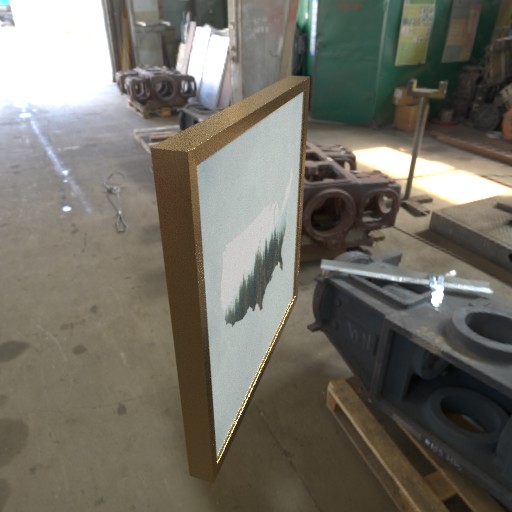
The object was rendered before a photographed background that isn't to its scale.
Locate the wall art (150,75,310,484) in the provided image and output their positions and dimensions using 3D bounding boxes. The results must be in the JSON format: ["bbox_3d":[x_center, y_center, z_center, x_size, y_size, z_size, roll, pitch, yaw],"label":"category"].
[{"bbox_3d":[0.000,0.000,0.756,0.040,0.509,0.509,10,31,16],"label":"wall art"}]
